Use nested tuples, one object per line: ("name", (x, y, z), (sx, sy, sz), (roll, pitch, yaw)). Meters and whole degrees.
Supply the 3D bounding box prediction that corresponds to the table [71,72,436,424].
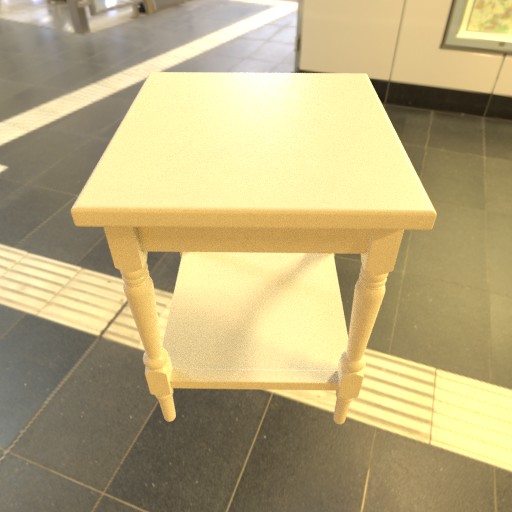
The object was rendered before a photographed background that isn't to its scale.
("table", (0.000, 0.000, 0.899), (0.442, 0.565, 0.488), (1, 41, 1))
